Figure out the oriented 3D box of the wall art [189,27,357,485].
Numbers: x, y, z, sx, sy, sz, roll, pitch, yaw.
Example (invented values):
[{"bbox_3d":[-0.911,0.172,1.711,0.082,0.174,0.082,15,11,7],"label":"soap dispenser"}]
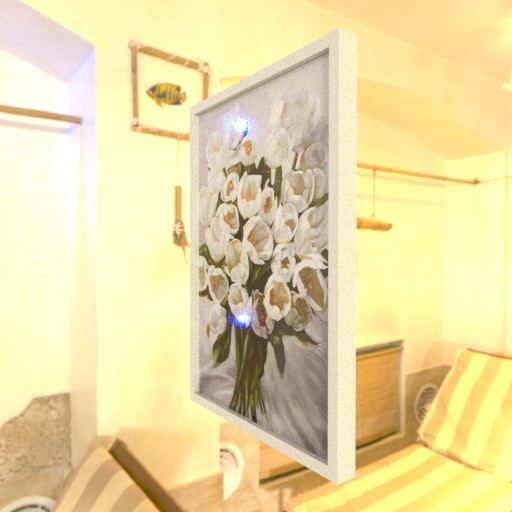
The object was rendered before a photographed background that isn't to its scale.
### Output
[{"bbox_3d":[0.000,0.000,0.540,0.025,0.428,0.293,-1,1,-37],"label":"wall art"}]
